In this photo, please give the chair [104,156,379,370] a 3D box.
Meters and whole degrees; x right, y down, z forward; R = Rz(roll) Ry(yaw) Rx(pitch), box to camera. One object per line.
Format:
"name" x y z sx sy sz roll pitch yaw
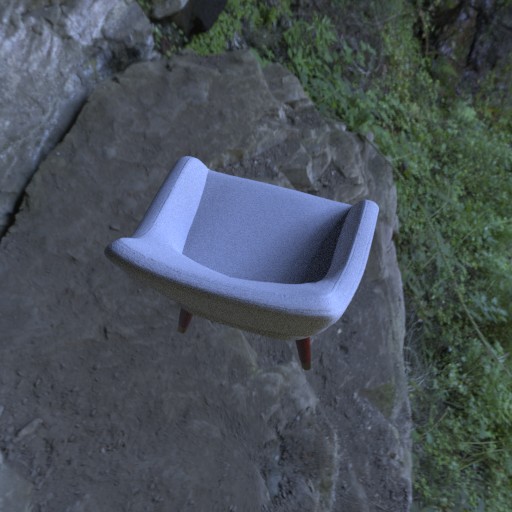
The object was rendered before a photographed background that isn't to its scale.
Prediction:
"chair" 0.000 0.000 1.288 0.609 0.889 0.600 15 65 7
